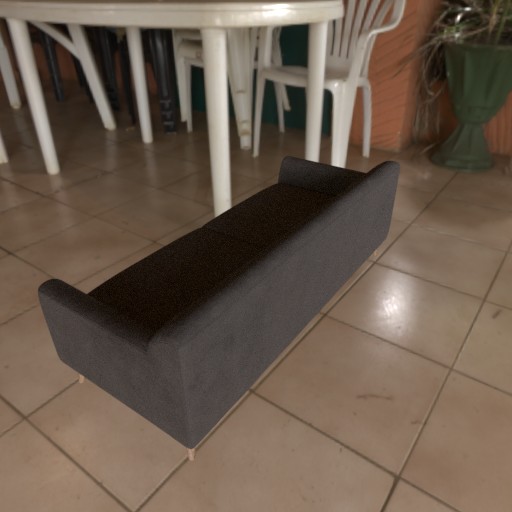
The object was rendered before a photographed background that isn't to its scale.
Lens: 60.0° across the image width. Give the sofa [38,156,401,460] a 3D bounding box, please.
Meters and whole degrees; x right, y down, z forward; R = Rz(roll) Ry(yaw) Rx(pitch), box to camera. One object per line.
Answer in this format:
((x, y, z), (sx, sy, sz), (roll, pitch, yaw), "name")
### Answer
((0.000, 0.000, 2.639), (0.900, 0.740, 2.190), (20, 37, 29), "sofa")
